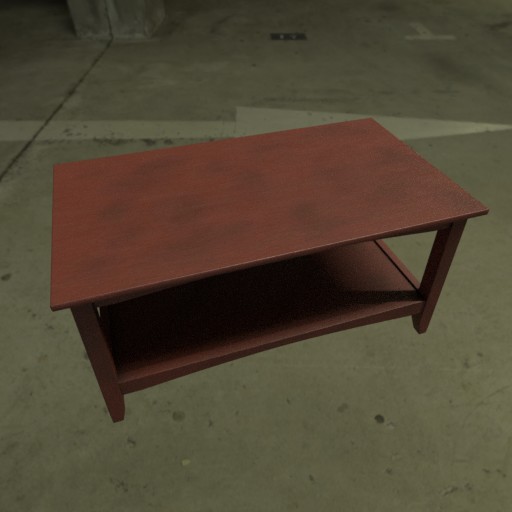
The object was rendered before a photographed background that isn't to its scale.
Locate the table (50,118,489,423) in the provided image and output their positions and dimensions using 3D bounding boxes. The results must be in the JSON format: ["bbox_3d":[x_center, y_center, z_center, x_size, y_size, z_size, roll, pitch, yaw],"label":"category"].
[{"bbox_3d":[0.000,0.000,1.231,0.943,0.456,0.533,-12,42,-14],"label":"table"}]
